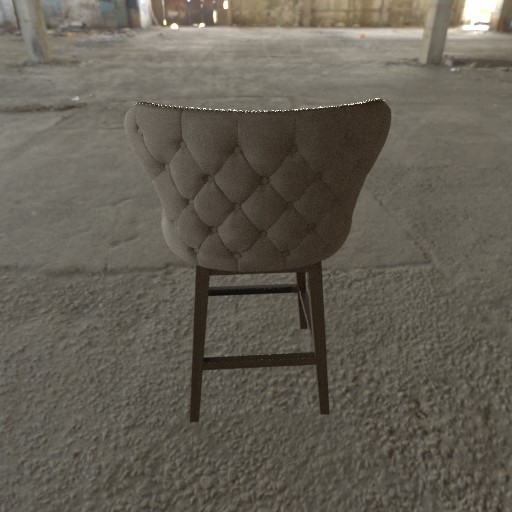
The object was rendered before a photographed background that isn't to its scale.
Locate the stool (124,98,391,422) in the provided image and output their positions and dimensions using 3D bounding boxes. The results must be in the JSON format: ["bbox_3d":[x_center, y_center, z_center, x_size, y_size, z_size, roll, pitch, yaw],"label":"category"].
[{"bbox_3d":[0.000,0.000,1.342,0.615,0.972,0.597,-2,30,-4],"label":"stool"}]
